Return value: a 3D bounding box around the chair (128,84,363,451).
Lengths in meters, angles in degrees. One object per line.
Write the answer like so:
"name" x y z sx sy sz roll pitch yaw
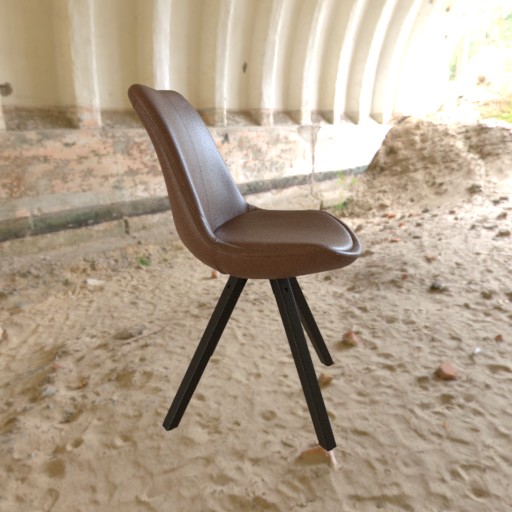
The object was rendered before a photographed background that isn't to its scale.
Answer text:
"chair" 0.000 0.000 1.186 0.550 0.850 0.475 3 17 8
